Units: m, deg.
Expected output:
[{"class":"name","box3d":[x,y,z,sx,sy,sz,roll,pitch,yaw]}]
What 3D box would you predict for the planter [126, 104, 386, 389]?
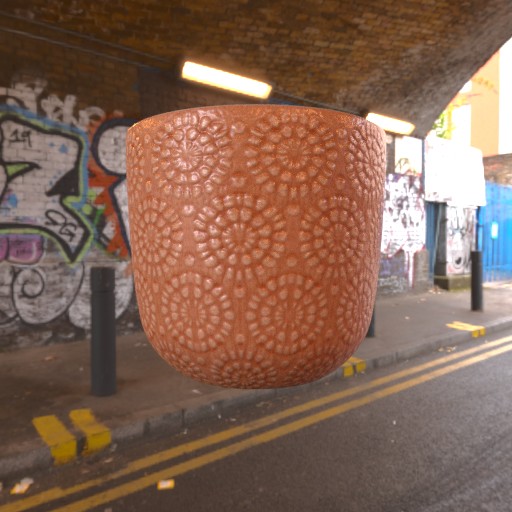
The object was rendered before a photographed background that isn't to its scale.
[{"class":"planter","box3d":[0.000,0.000,0.371,0.208,0.190,0.208,0,2,0]}]
